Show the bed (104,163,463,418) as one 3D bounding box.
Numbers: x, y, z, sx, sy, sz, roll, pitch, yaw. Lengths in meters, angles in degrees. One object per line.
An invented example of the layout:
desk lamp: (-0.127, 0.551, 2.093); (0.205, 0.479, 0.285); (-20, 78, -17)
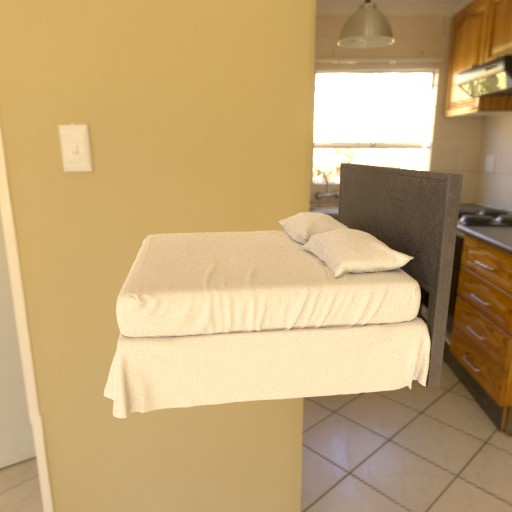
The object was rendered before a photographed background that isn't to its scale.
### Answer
bed: (0.000, 0.000, 2.930); (1.785, 1.142, 1.772); (-2, 14, -8)
